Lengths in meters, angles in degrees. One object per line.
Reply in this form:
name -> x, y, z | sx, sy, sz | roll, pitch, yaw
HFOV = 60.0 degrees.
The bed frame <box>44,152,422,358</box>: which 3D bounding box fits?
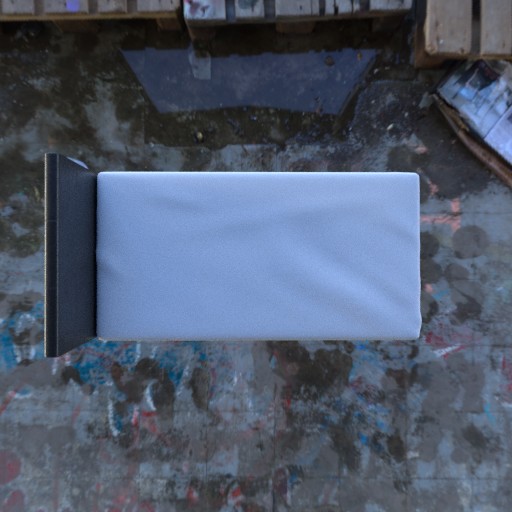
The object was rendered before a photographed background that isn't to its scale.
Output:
bed frame -> 0.000, 0.000, 2.566 | 2.152, 1.046, 1.038 | 0, 90, -1
